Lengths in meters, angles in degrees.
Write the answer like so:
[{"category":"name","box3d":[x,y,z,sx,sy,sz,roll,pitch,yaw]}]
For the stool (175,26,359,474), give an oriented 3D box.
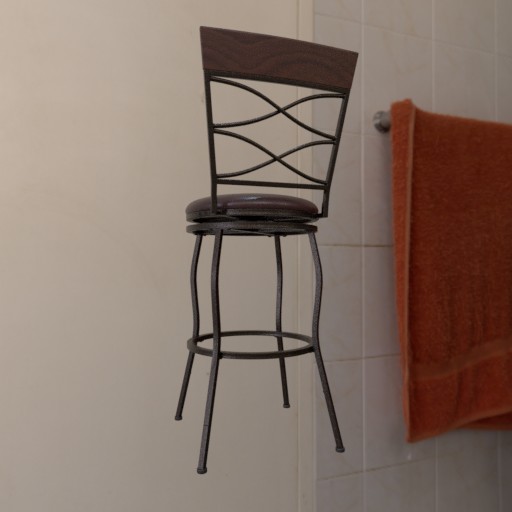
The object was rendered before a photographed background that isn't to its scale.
[{"category":"stool","box3d":[0.000,0.000,1.378,0.448,1.130,0.513,0,-1,-18]}]
